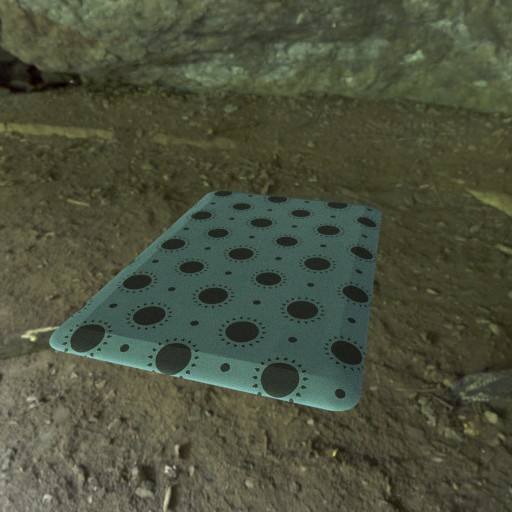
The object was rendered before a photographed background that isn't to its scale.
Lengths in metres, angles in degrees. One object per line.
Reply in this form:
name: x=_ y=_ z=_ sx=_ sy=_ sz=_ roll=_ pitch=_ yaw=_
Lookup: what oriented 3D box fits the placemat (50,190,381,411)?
placemat: x=0.000 y=0.000 z=0.973 sx=0.508 sy=0.021 sz=0.762 roll=8 pitch=29 yaw=14
